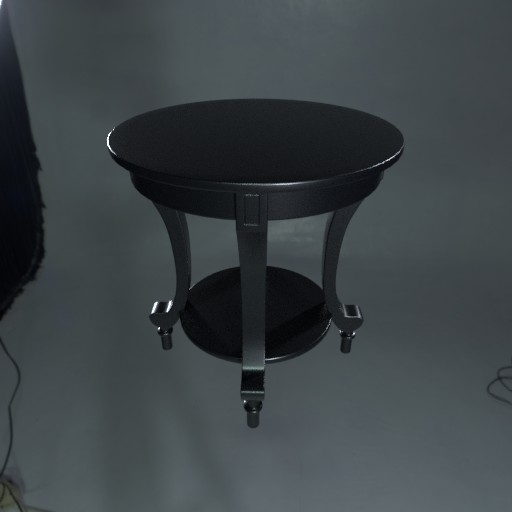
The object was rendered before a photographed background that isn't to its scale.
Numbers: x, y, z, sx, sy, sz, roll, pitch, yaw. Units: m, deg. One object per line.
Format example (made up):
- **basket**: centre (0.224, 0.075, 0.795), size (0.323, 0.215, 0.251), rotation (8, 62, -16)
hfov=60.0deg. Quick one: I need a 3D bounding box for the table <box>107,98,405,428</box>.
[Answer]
- **table**: centre (0.000, 0.000, 1.082), size (0.597, 0.618, 0.597), rotation (0, 31, 0)
